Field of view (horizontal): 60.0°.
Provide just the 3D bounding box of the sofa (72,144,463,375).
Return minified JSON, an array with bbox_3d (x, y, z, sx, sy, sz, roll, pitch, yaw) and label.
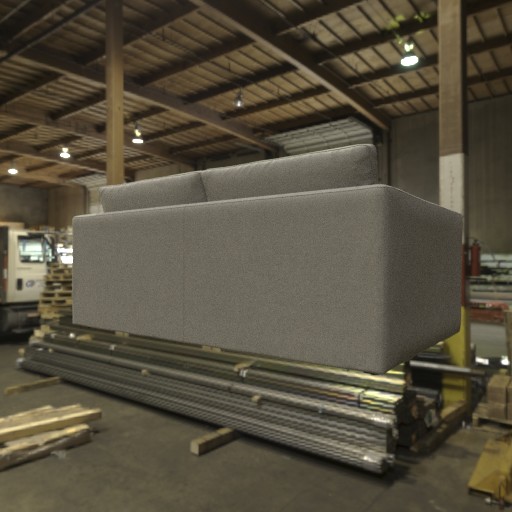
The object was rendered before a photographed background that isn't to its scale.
[{"bbox_3d":[0.000,0.000,2.450,1.905,0.839,1.091,0,0,37],"label":"sofa"}]
